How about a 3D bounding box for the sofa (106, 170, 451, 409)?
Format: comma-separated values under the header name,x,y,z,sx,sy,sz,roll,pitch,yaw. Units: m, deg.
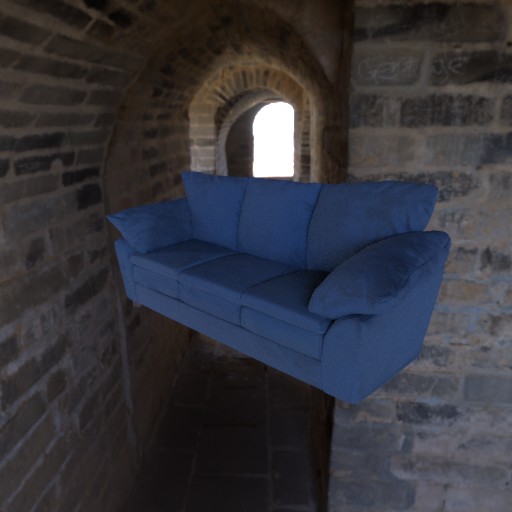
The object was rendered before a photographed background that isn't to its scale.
name,x,y,z,sx,sy,sz,roll,pitch,yaw
sofa,0.000,0.000,2.979,2.390,1.091,0.907,15,22,42
